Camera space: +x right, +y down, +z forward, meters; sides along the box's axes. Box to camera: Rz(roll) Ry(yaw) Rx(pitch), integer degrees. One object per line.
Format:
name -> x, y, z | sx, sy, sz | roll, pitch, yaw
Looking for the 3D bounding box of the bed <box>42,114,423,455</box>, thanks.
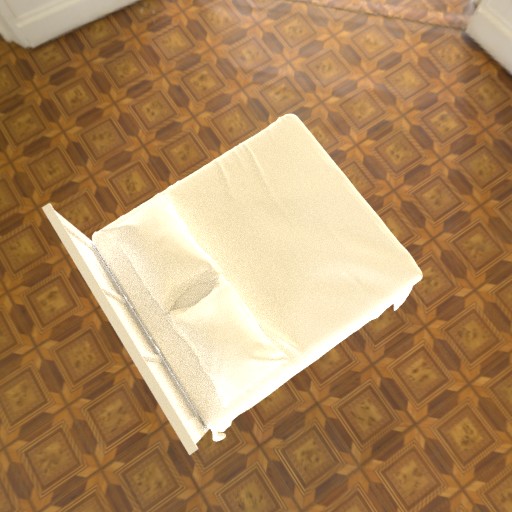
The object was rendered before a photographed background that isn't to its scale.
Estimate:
bed -> 0.000, 0.000, 3.214 | 2.047, 1.269, 1.876 | -33, 77, -9
